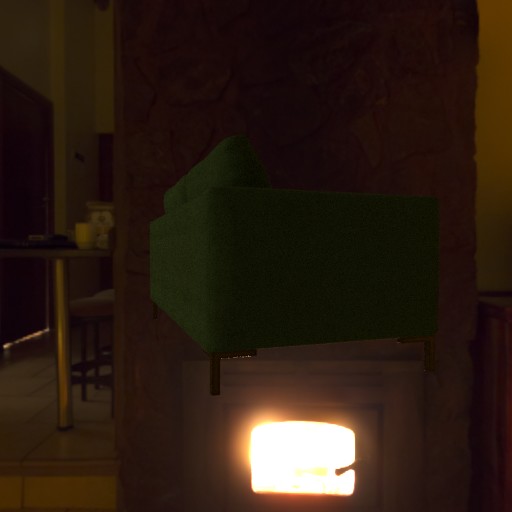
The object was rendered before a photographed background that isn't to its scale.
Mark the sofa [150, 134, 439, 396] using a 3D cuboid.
[{"bbox_3d":[0.000,0.000,2.219,0.875,0.817,1.676,0,1,-19],"label":"sofa"}]
